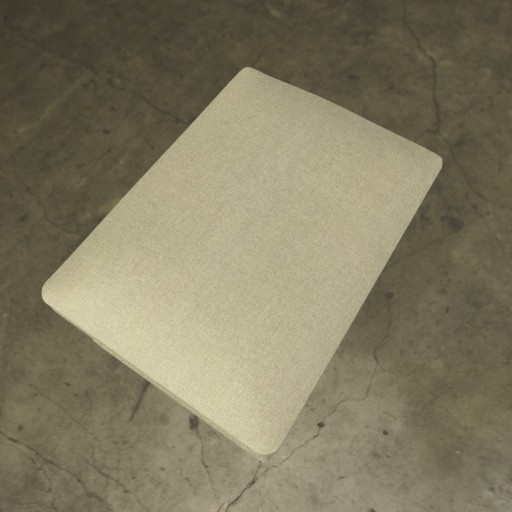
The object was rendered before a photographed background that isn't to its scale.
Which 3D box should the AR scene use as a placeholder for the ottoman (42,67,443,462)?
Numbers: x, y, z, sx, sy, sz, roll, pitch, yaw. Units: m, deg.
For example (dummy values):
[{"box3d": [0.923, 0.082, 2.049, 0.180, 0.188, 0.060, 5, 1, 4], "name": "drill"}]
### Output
[{"box3d": [0.000, 0.000, 1.218, 0.619, 0.504, 0.843, 31, 68, 14], "name": "ottoman"}]
